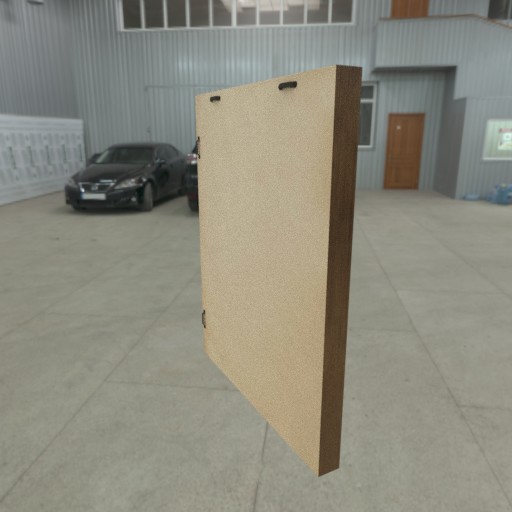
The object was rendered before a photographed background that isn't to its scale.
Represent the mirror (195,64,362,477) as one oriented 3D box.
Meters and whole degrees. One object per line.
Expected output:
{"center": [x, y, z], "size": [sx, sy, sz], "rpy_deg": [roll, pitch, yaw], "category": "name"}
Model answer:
{"center": [0.000, 0.000, 0.702], "size": [0.041, 0.509, 0.406], "rpy_deg": [-8, 17, -27], "category": "mirror"}
